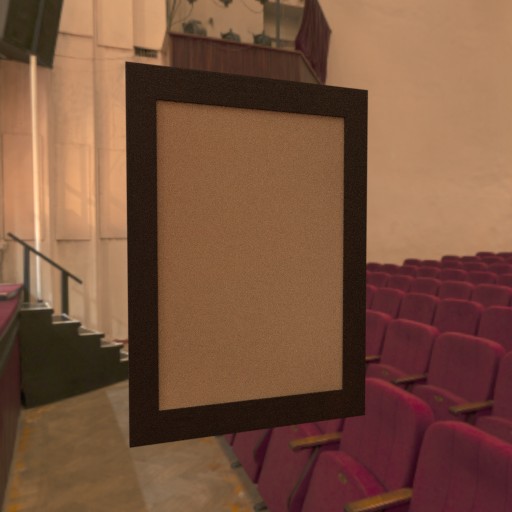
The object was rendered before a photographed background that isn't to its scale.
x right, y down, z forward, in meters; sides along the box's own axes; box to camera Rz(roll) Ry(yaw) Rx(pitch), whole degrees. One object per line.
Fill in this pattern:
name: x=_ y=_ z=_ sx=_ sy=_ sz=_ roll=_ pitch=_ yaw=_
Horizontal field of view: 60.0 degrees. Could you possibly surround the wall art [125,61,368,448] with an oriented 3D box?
wall art: x=0.000 y=0.000 z=0.643 sx=0.359 sy=0.508 sz=0.013 roll=-1 pitch=2 yaw=-18
